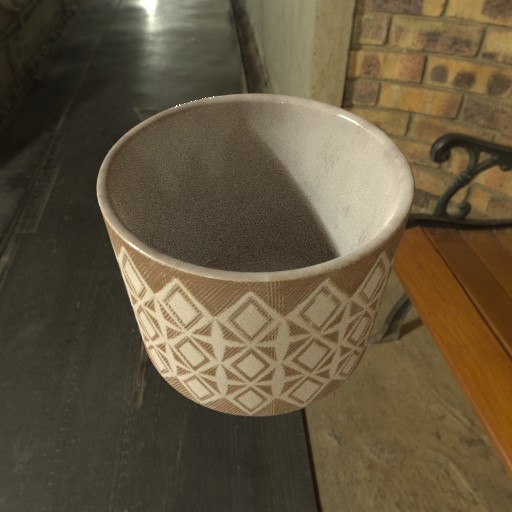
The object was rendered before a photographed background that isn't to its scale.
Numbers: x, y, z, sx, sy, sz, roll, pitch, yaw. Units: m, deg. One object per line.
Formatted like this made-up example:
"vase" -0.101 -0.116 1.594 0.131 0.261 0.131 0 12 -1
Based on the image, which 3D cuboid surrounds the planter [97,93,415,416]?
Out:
"planter" 0.000 0.000 0.335 0.193 0.165 0.193 0 46 0
